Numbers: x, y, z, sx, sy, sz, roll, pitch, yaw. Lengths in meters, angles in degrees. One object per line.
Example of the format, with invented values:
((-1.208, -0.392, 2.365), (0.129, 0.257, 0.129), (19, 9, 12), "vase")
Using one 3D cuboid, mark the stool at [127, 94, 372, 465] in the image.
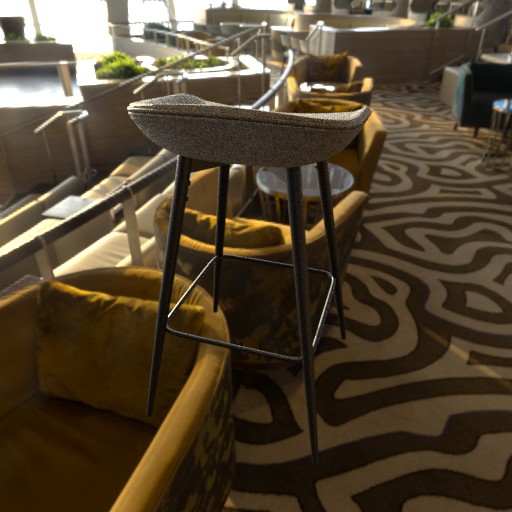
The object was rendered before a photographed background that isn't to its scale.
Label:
((0.000, 0.000, 1.108), (0.469, 0.814, 0.480), (10, 33, 15), "stool")
